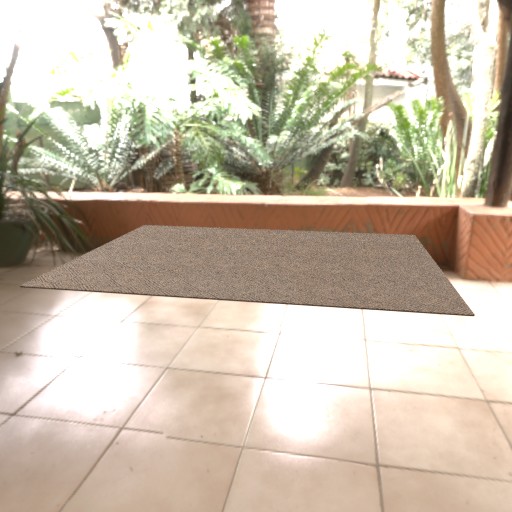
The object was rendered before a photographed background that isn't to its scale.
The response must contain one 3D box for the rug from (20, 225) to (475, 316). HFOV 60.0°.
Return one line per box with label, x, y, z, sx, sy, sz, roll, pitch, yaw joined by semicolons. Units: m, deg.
rug;0.000;0.000;2.892;2.238;0.008;1.593;3;16;9
